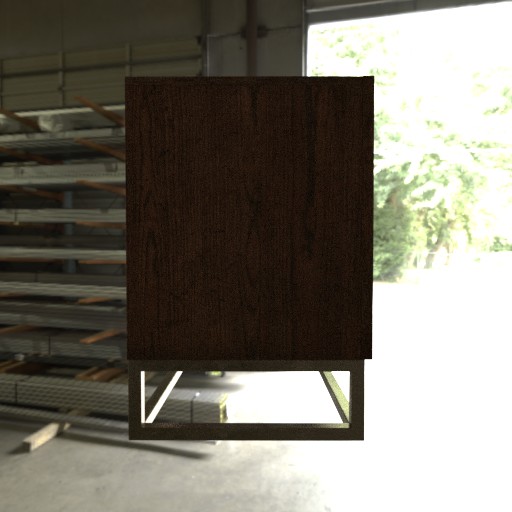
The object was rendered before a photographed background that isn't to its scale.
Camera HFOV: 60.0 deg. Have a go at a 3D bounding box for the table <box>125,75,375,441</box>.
[{"bbox_3d":[0.000,0.000,1.285,0.542,0.746,0.767,0,1,0],"label":"table"}]
